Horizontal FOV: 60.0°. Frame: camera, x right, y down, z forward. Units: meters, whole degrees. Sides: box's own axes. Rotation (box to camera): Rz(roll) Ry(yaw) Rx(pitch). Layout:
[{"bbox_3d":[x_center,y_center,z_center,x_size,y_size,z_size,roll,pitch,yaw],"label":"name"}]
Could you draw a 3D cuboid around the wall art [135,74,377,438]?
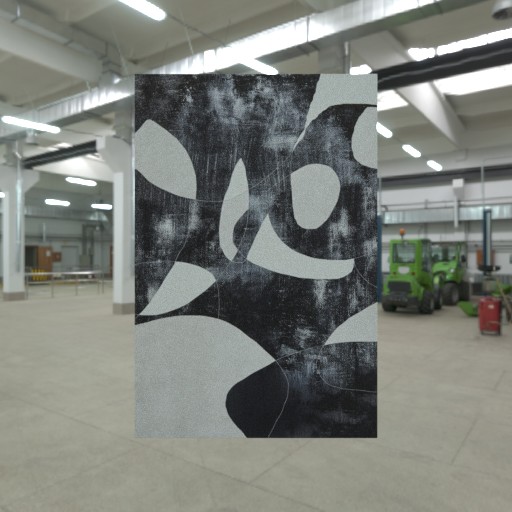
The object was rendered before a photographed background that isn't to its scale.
[{"bbox_3d":[0.000,0.000,0.761,0.407,0.610,0.039,0,0,0],"label":"wall art"}]
